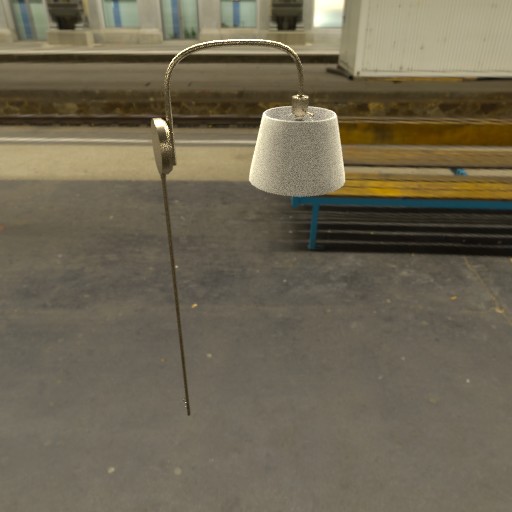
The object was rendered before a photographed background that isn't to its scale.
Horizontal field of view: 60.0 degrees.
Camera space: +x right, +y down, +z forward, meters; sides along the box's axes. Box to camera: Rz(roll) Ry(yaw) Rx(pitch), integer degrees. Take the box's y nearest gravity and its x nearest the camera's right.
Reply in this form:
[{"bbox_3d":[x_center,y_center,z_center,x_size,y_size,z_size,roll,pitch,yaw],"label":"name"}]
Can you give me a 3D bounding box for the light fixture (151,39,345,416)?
[{"bbox_3d":[0.000,0.000,0.453,0.176,0.399,0.092,-11,31,-18],"label":"light fixture"}]
